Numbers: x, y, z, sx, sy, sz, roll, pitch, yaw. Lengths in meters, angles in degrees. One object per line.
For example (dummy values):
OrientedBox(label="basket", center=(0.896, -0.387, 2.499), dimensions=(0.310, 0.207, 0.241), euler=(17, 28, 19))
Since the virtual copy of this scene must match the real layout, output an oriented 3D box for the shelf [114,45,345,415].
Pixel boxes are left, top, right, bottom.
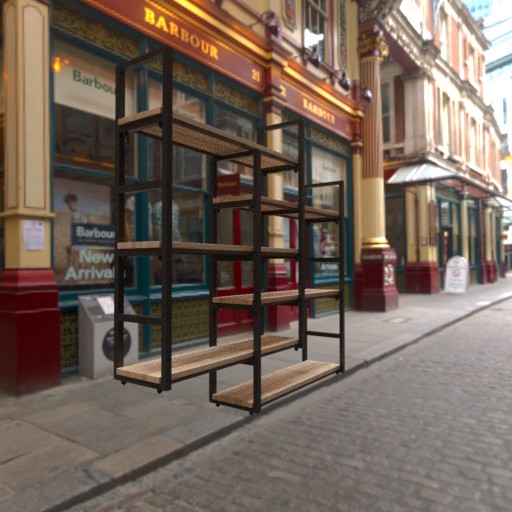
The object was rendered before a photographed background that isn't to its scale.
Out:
OrientedBox(label="shelf", center=(0.000, 0.000, 1.410), dimensions=(0.183, 0.921, 0.946), euler=(-1, -1, 35))
